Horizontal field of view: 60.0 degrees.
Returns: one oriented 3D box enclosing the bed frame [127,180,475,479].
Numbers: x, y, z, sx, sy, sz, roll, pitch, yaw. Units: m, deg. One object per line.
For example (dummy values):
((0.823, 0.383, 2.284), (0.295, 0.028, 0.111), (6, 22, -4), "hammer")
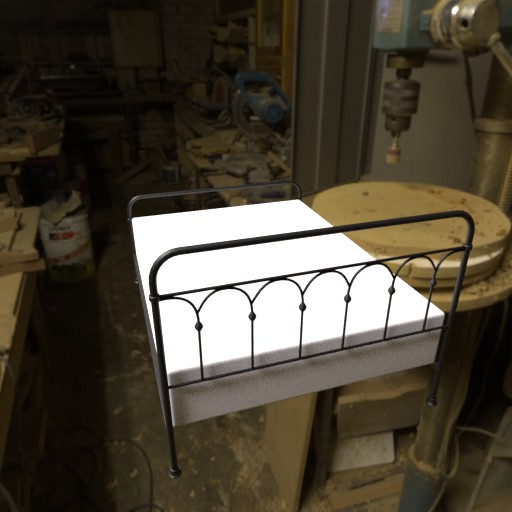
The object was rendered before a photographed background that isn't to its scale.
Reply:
((0.000, 0.000, 3.160), (1.664, 1.276, 2.203), (-8, 27, -16), "bed frame")
